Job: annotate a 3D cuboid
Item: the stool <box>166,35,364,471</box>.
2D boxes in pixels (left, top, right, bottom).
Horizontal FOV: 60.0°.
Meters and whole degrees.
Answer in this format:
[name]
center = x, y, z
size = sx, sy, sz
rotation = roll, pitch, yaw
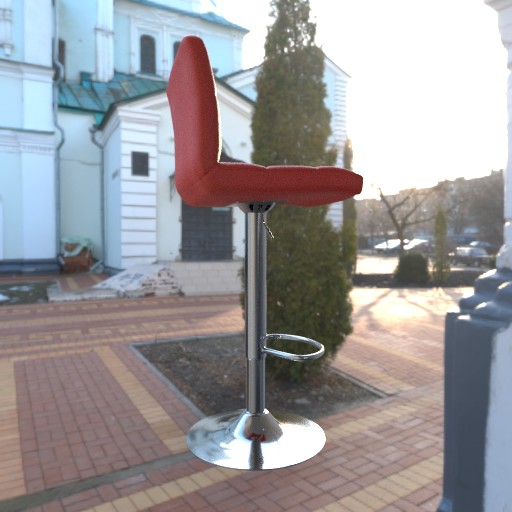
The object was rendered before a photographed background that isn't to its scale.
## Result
[stool]
center = 0.000, 0.000, 1.350
size = 0.505, 1.115, 0.430
rotation = -1, 2, -17
